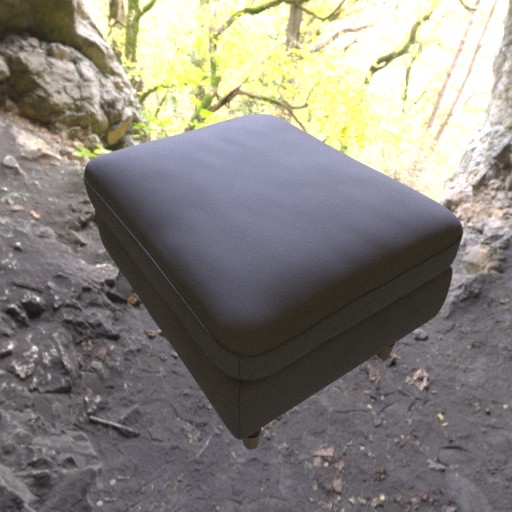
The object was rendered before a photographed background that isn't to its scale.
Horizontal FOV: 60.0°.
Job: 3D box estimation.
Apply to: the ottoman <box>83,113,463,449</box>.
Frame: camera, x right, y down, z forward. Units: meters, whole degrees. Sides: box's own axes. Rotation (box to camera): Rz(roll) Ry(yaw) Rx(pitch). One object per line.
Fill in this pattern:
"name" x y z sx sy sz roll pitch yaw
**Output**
"ottoman" 0.000 0.000 1.092 0.593 0.478 0.747 -24 45 -27
